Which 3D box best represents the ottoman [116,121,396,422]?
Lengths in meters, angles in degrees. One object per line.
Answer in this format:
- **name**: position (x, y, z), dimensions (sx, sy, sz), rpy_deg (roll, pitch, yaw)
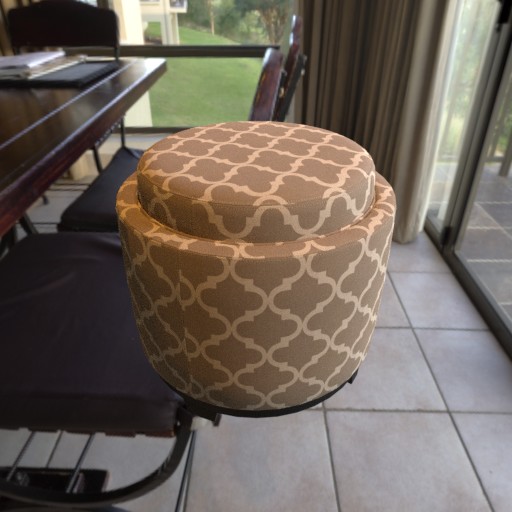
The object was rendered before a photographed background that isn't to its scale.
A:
- **ottoman**: position (0.000, 0.000, 0.846), dimensions (0.480, 0.429, 0.480), rpy_deg (0, 32, 0)
